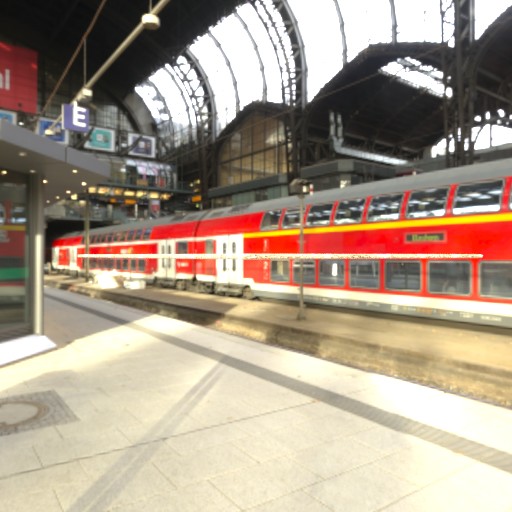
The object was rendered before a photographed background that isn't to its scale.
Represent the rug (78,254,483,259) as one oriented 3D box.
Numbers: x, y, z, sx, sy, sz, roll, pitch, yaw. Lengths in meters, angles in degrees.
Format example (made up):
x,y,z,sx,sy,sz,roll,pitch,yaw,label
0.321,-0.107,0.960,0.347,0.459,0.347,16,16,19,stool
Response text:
x,y,z,sx,sy,sz,roll,pitch,yaw,label
0.000,0.000,4.160,2.438,0.029,3.047,0,0,-36,rug
